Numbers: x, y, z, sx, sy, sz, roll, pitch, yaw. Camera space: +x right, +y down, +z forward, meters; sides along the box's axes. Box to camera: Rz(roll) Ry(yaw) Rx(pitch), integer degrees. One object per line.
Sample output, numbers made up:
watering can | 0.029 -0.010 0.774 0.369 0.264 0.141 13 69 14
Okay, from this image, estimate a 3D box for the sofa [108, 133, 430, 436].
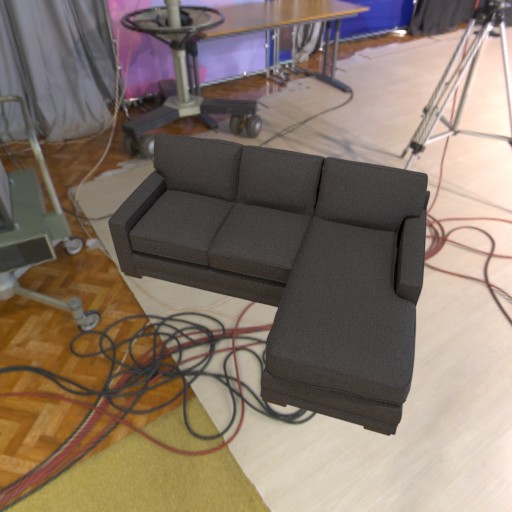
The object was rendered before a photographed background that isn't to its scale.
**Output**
sofa | 0.000 0.000 3.314 2.370 0.973 1.790 12 43 13
